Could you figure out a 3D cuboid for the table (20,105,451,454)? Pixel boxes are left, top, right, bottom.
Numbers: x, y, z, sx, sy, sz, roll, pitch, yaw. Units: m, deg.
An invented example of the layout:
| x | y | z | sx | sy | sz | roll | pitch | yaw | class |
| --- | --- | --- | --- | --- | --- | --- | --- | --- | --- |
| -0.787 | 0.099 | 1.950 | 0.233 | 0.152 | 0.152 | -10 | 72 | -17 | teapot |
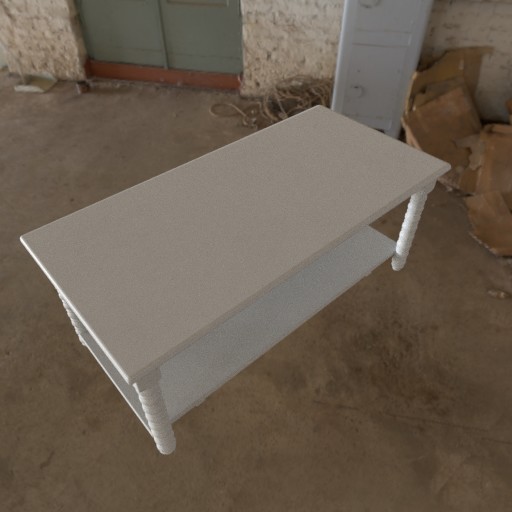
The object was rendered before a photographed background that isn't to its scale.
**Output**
| x | y | z | sx | sy | sz | roll | pitch | yaw | class |
| --- | --- | --- | --- | --- | --- | --- | --- | --- | --- |
| 0.000 | 0.000 | 1.461 | 1.171 | 0.487 | 0.580 | -32 | 52 | -28 | table |
